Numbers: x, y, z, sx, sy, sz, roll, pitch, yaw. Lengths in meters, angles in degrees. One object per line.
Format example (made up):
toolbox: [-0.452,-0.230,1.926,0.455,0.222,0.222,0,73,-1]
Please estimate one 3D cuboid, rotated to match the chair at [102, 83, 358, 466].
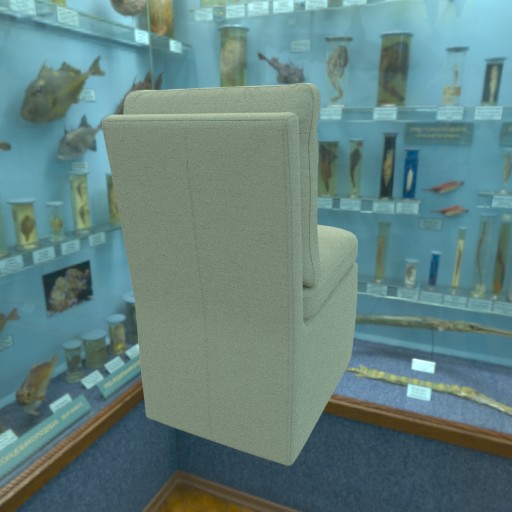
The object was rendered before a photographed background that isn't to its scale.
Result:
chair: [0.000,0.000,1.335,0.503,0.927,0.698,8,18,25]
